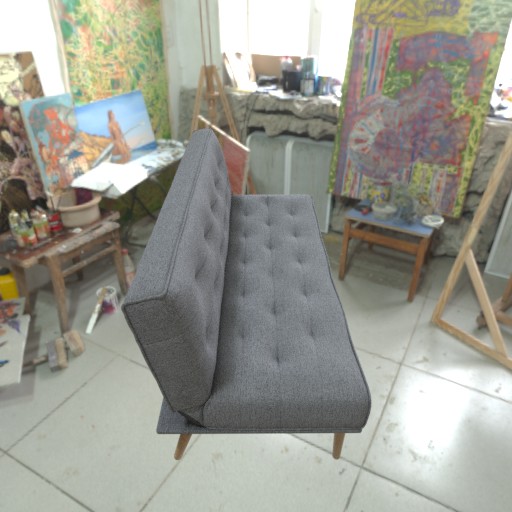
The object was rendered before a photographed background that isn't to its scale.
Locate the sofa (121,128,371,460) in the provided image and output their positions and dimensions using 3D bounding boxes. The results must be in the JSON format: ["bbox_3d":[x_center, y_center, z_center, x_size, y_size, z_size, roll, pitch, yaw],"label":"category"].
[{"bbox_3d":[0.000,0.000,2.274,0.810,0.830,1.820,0,31,0],"label":"sofa"}]
